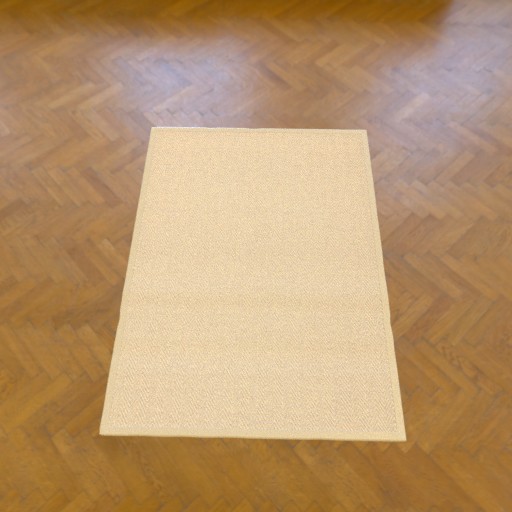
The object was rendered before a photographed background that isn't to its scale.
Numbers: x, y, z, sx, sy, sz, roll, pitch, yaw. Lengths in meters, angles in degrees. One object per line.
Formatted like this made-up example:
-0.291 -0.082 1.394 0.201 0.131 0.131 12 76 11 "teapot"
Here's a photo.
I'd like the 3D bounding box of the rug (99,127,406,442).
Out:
0.000 0.000 4.779 2.734 0.037 3.659 1 62 1 "rug"
